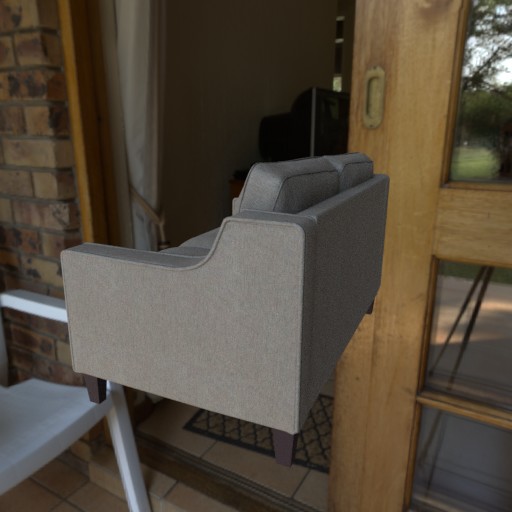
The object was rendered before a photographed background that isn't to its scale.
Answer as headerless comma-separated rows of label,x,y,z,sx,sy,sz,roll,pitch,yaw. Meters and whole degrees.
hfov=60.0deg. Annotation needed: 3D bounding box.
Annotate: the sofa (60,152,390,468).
sofa,0.000,0.000,2.144,0.985,0.981,1.503,7,18,24
